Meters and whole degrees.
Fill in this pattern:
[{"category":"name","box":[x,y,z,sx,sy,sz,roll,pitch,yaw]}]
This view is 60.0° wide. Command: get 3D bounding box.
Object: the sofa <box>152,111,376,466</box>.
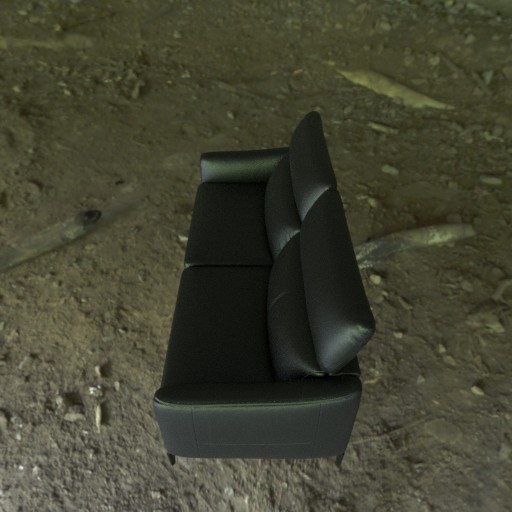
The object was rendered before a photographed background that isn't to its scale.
[{"category":"sofa","box":[0.000,0.000,2.512,0.856,0.957,2.069,0,41,0]}]
